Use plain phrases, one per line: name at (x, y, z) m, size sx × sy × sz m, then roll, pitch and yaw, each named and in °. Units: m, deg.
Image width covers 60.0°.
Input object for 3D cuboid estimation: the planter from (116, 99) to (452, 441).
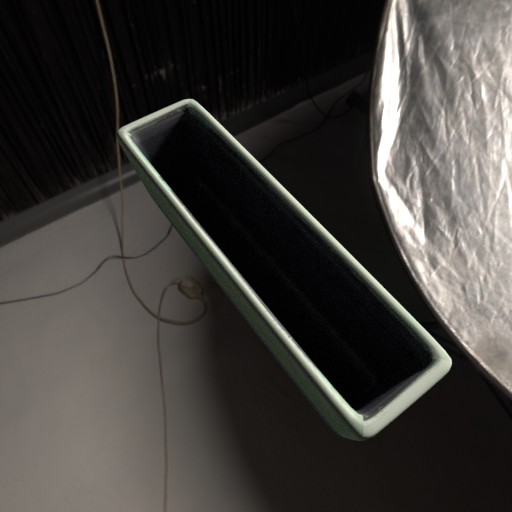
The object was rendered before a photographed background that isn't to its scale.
planter at (0.000, 0.000, 0.316) m, size 0.072 × 0.072 × 0.275 m, roll -31°, pitch 63°, yaw -18°
